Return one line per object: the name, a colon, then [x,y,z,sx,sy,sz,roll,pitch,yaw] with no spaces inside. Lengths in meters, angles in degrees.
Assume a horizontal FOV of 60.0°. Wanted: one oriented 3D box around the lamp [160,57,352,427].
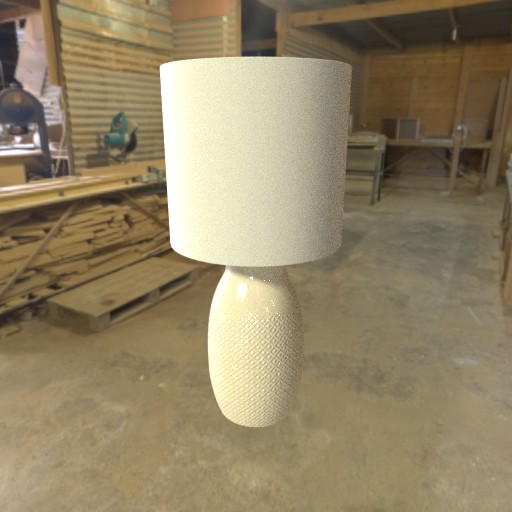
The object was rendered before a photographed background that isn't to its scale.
lamp: [0.000,0.000,0.579,0.217,0.453,0.217,9,20,25]
